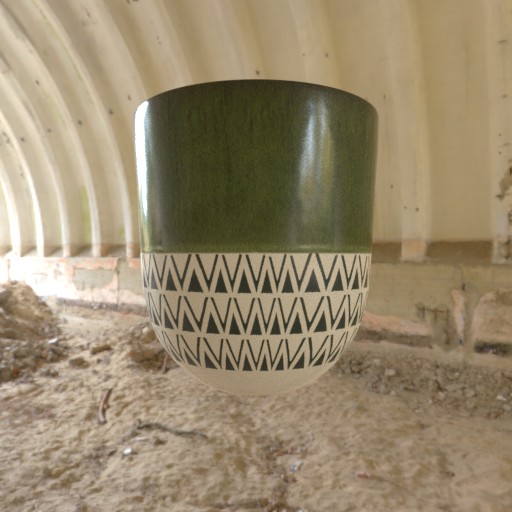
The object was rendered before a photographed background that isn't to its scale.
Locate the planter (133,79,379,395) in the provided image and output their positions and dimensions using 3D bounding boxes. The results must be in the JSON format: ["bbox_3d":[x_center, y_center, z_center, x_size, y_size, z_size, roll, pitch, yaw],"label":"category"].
[{"bbox_3d":[0.000,0.000,0.459,0.245,0.270,0.245,0,0,0],"label":"planter"}]
